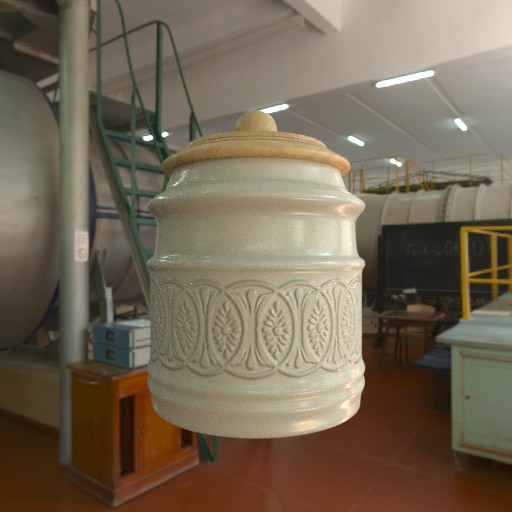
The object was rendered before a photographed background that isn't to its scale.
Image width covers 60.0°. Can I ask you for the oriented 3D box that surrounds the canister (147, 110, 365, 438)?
[{"bbox_3d":[0.000,0.000,0.271,0.130,0.176,0.130,0,0,0],"label":"canister"}]
